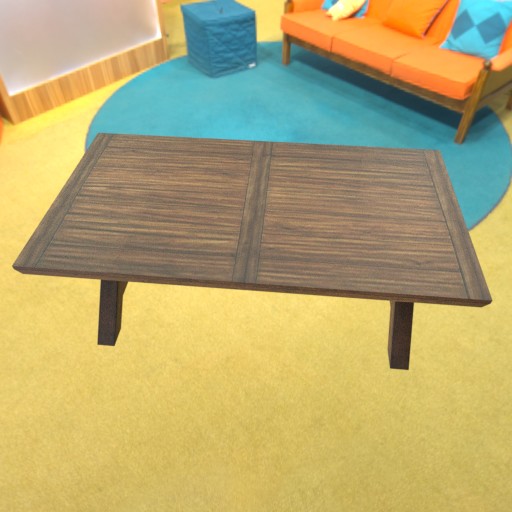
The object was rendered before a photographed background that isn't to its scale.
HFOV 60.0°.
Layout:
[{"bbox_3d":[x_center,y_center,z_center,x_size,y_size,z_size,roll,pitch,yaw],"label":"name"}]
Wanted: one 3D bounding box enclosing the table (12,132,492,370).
[{"bbox_3d":[0.000,0.000,2.458,1.966,0.793,1.071,4,46,4],"label":"table"}]
